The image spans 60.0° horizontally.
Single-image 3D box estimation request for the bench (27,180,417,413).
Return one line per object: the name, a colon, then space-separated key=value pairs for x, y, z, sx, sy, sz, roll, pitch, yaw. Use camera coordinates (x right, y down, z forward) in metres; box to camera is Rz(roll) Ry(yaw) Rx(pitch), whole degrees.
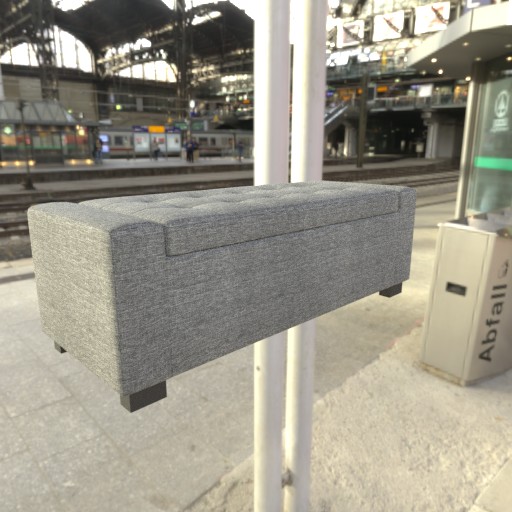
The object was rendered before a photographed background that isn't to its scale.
bench: x=0.000 y=0.000 z=1.537 sx=1.296 sy=0.445 sz=0.508 roll=-13 pitch=19 yaw=-42
